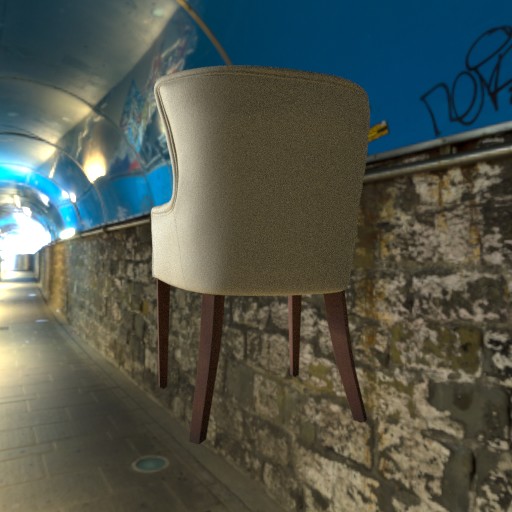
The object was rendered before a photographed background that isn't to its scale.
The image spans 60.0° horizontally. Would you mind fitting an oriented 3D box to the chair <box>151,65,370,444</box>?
[{"bbox_3d":[0.000,0.000,1.414,0.660,0.952,0.686,0,-1,-18],"label":"chair"}]
